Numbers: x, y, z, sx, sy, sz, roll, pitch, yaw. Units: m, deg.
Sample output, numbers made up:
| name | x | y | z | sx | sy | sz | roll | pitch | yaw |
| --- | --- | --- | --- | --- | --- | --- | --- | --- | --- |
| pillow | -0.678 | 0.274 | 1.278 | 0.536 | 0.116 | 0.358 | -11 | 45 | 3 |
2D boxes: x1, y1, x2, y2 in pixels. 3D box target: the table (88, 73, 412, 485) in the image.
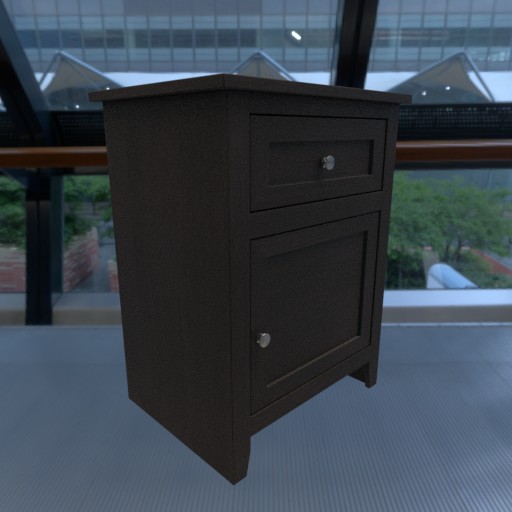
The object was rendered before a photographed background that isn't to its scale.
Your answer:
| name | x | y | z | sx | sy | sz | roll | pitch | yaw |
| --- | --- | --- | --- | --- | --- | --- | --- | --- | --- |
| table | 0.000 | 0.000 | 0.919 | 0.480 | 0.635 | 0.381 | -15 | 21 | -42 |
